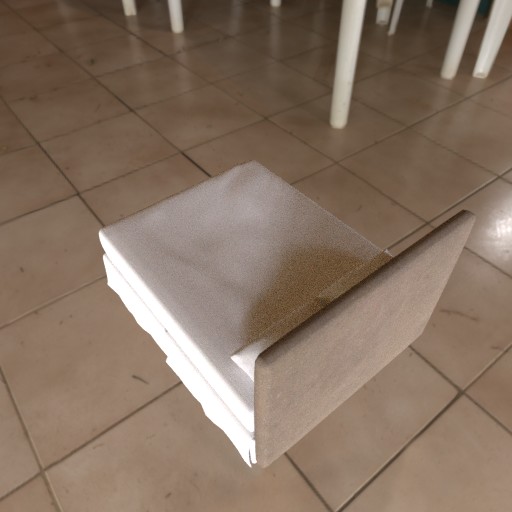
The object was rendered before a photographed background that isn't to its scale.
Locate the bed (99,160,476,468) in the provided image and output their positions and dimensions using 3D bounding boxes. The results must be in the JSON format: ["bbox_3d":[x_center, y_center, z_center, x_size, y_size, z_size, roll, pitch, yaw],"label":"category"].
[{"bbox_3d":[0.000,0.000,3.293,1.723,1.330,2.142,-30,53,-26],"label":"bed"}]
